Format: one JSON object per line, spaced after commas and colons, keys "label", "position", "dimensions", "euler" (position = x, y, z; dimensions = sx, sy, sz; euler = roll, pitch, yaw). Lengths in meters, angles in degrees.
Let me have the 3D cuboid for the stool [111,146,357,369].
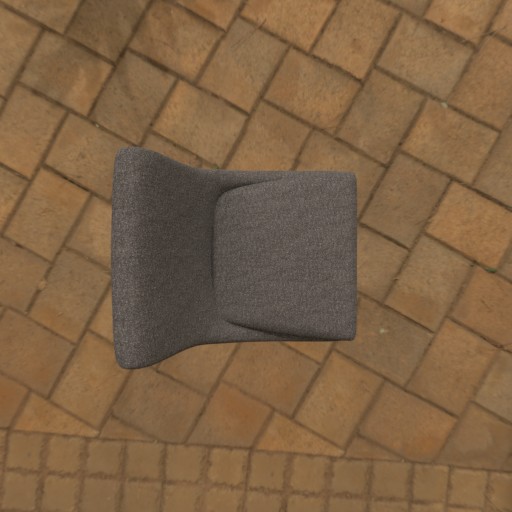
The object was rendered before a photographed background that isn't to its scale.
{"label": "stool", "position": [0.000, 0.000, 1.386], "dimensions": [0.572, 1.068, 0.489], "euler": [0, 91, 0]}
